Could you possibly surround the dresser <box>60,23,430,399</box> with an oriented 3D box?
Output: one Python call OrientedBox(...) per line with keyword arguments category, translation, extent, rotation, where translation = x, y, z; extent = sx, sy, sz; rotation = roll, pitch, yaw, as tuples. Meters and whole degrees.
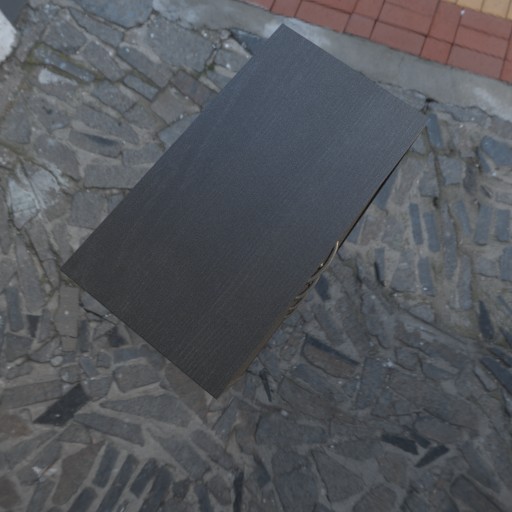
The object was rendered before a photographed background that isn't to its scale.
OrientedBox(category="dresser", translation=(0.000, 0.000, 1.368), extent=(0.398, 1.020, 0.700), rotation=(37, 79, 9))
